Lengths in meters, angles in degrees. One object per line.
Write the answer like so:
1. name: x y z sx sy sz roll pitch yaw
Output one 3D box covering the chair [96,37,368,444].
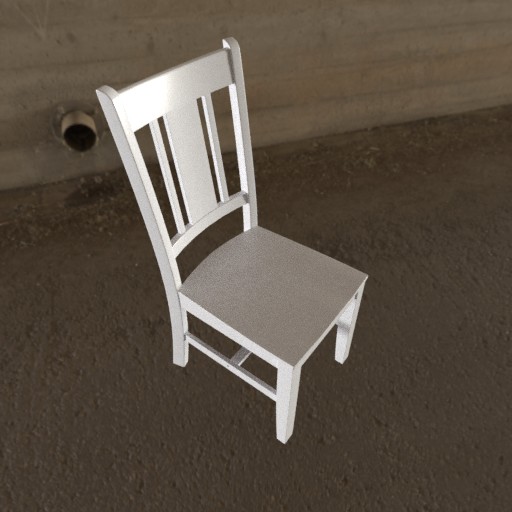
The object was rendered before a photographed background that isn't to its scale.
1. chair: 0.000 0.000 1.288 0.555 0.998 0.450 27 49 26
